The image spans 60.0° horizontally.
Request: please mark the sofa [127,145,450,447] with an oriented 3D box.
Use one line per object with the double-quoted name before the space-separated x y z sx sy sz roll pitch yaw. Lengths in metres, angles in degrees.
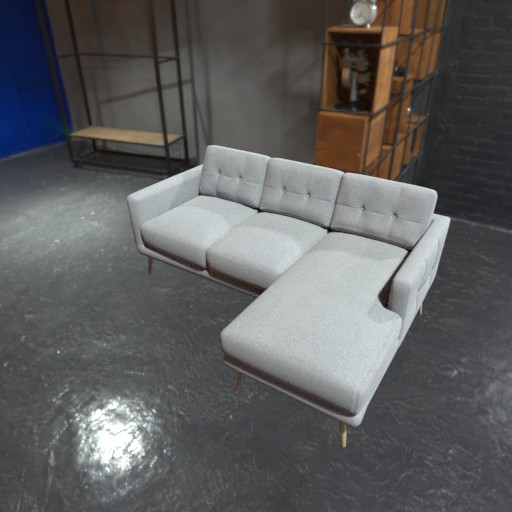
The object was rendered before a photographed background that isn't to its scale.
"sofa" 0.000 0.000 2.859 2.040 0.860 1.530 18 35 28
